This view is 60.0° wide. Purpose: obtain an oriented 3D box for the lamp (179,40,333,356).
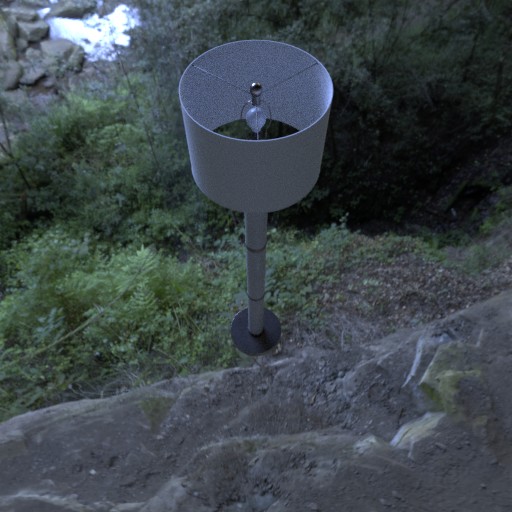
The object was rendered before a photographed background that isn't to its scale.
[{"bbox_3d":[0.000,0.000,1.755,0.377,1.599,0.377,-1,59,-1],"label":"lamp"}]
